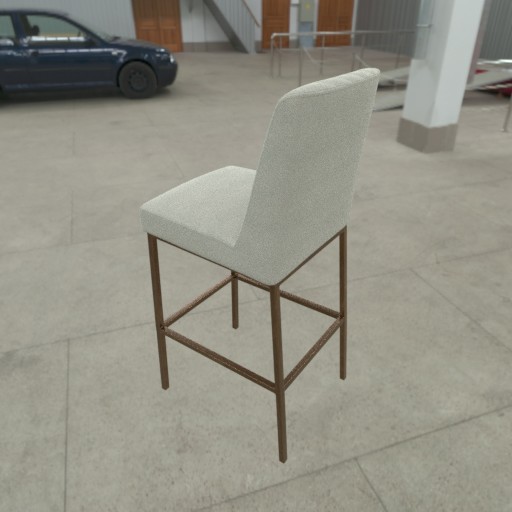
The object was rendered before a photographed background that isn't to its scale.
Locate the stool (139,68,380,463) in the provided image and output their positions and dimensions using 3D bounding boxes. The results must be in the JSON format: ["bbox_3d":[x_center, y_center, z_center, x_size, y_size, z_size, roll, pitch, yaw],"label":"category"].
[{"bbox_3d":[0.000,0.000,1.367,0.546,1.084,0.462,20,35,30],"label":"stool"}]
